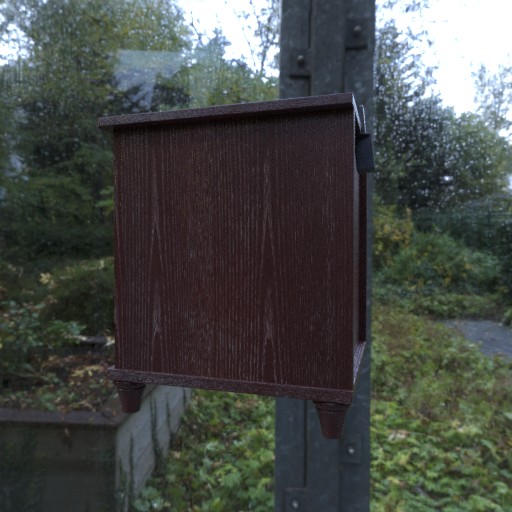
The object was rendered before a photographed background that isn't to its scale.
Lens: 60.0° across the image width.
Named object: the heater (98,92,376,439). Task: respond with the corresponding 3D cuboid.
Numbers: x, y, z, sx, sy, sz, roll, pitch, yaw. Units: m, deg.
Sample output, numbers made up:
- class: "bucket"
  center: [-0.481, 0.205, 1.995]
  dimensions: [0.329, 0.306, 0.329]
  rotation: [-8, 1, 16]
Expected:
- class: "heater"
  center: [0.000, 0.000, 0.772]
  dimensions: [0.400, 0.481, 0.362]
  rotation: [0, 1, 17]
